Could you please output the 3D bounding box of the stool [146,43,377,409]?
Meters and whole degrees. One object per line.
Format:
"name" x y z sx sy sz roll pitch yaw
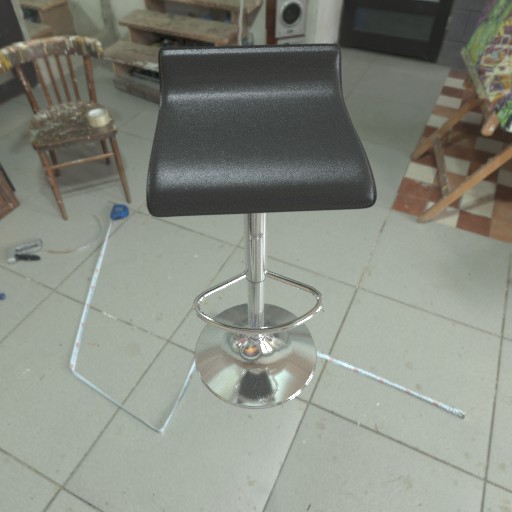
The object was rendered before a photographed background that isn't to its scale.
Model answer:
"stool" 0.000 0.000 1.079 0.381 0.851 0.381 -3 46 -3
